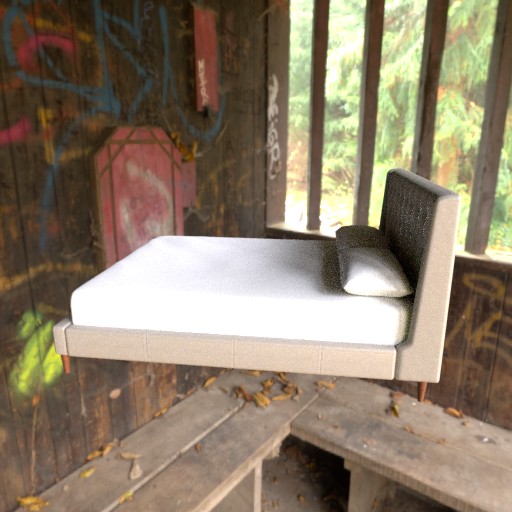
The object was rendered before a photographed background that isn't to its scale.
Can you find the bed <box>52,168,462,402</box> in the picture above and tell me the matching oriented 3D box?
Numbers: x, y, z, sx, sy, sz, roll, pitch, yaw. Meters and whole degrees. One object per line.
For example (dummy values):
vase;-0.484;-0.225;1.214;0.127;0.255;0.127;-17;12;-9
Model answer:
bed;0.000;0.000;3.194;2.232;1.147;1.656;2;16;8
